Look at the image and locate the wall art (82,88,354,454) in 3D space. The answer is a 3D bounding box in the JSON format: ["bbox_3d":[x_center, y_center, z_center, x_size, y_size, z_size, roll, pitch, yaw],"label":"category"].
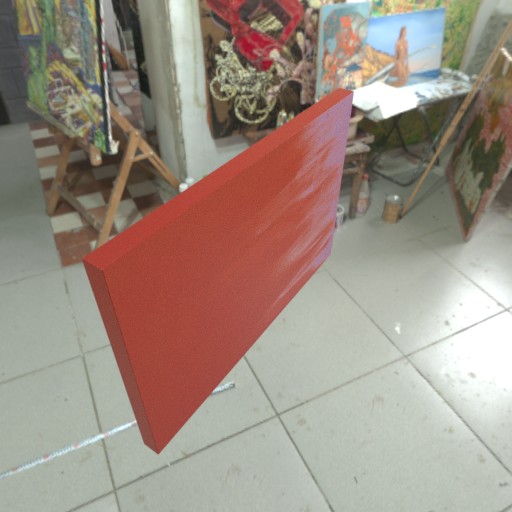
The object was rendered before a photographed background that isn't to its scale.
[{"bbox_3d":[0.000,0.000,0.784,0.033,0.405,0.607,24,46,25],"label":"wall art"}]
